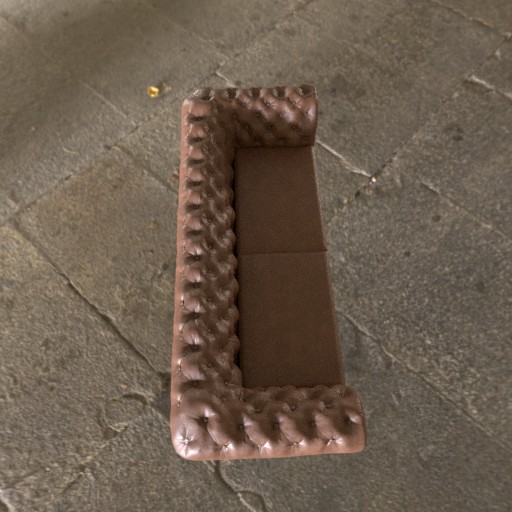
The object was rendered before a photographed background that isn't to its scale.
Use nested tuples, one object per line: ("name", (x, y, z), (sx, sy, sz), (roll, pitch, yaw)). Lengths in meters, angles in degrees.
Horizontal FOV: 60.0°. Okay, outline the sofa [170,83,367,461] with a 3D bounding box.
("sofa", (0.000, 0.000, 2.850), (0.944, 0.783, 2.385), (-2, 63, -1))
